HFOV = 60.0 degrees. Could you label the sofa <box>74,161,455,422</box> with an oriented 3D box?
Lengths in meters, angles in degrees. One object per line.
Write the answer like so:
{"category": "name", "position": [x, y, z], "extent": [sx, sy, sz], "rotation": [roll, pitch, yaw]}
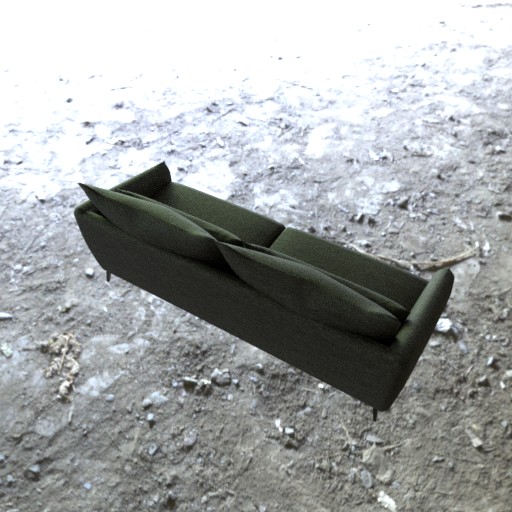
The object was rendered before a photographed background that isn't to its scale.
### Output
{"category": "sofa", "position": [0.000, 0.000, 2.480], "extent": [2.019, 0.843, 0.807], "rotation": [23, 51, 21]}
